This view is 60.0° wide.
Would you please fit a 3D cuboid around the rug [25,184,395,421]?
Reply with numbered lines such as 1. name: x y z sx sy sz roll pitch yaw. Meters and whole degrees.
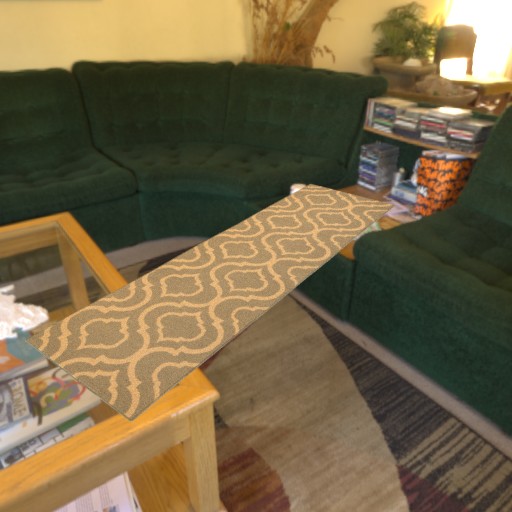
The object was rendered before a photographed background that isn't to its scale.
1. rug: 0.000 0.000 2.443 0.684 0.009 2.275 21 36 32
